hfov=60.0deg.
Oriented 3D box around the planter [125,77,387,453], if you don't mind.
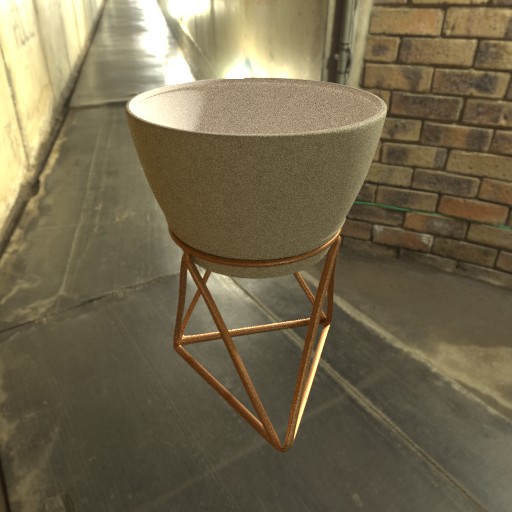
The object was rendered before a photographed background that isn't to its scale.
[{"bbox_3d":[0.000,0.000,0.740,0.350,0.504,0.350,10,33,16],"label":"planter"}]
